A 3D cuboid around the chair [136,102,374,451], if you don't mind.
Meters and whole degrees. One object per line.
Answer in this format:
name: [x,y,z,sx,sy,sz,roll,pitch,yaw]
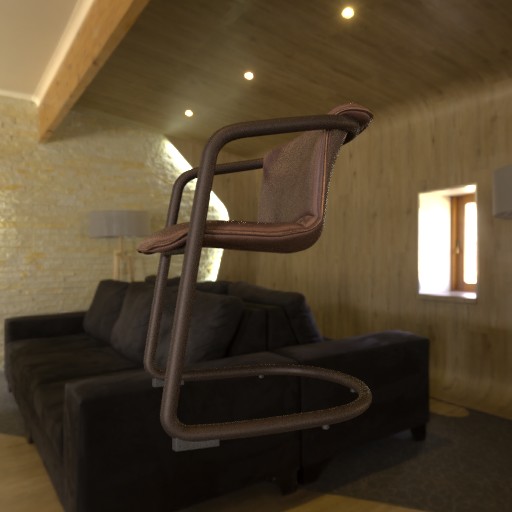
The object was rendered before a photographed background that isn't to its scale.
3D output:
chair: [0.000,0.000,1.275,0.664,0.836,0.536,0,-1,-18]
